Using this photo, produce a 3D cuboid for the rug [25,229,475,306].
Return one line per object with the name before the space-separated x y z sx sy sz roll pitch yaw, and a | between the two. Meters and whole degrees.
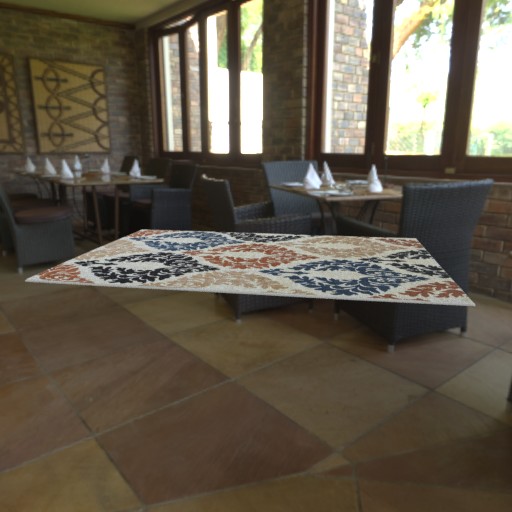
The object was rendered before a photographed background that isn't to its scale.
rug | 0.000 0.000 2.914 2.275 0.014 1.514 2 14 9
